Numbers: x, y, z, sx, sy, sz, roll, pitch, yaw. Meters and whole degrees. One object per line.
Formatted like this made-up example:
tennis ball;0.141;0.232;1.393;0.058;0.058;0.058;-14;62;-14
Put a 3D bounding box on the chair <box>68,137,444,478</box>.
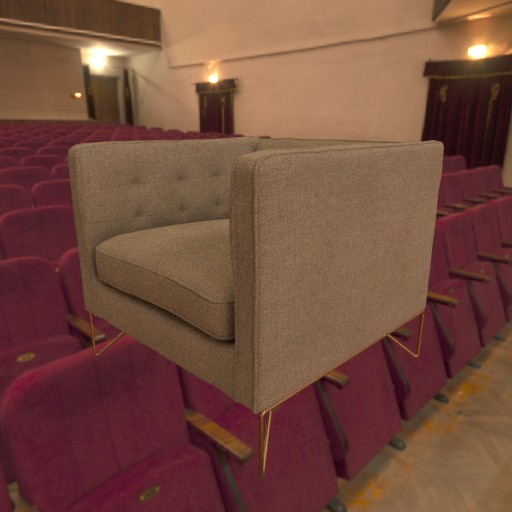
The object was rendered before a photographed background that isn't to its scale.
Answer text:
chair;0.000;0.000;1.579;0.920;0.799;0.912;15;22;42
